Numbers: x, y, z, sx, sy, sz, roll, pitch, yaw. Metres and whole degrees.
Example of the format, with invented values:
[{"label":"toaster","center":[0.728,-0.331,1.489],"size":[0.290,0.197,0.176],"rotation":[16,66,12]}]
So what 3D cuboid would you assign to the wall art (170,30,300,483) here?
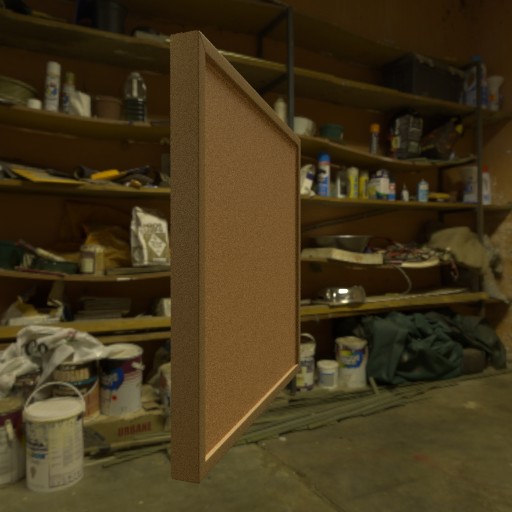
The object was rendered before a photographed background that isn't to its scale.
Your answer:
[{"label":"wall art","center":[0.000,0.000,0.743],"size":[0.036,0.509,0.509],"rotation":[0,0,19]}]
